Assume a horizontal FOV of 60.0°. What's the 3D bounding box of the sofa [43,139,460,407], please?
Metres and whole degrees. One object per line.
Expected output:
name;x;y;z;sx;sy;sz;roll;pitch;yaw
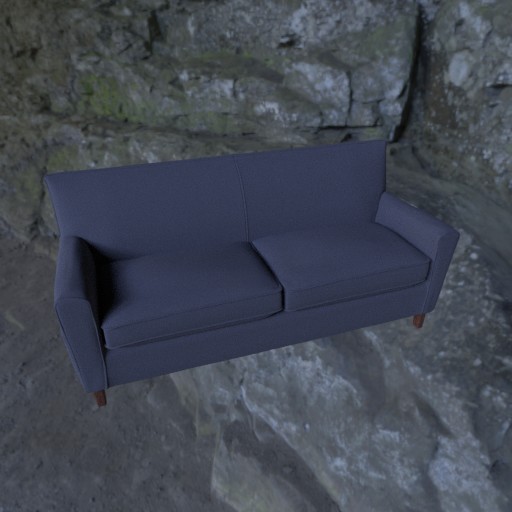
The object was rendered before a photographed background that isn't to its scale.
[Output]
sofa;0.000;0.000;2.410;2.002;0.907;0.843;-10;31;-16
